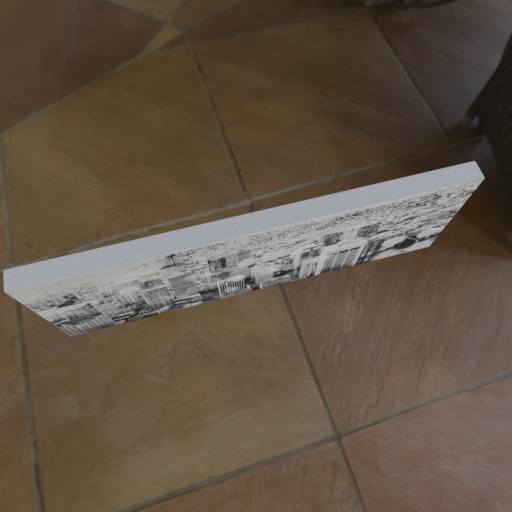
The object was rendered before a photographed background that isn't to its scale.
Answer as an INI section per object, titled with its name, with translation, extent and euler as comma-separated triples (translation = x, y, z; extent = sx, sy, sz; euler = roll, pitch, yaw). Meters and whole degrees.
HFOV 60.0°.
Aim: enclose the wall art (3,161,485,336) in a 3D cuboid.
[wall art]
translation = 0.000, 0.000, 0.805
extent = 0.763, 0.255, 0.038
euler = -14, 66, -6
